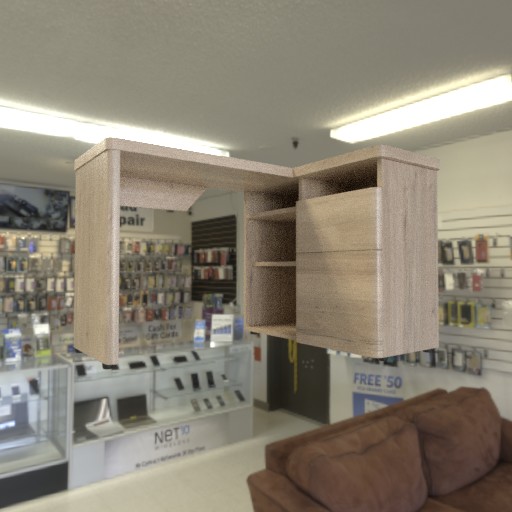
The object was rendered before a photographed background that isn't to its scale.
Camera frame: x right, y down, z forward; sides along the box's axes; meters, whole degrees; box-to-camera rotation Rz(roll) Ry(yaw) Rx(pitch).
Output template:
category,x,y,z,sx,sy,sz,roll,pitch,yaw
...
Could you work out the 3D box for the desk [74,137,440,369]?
category,x,y,z,sx,sy,sz,roll,pitch,yaw
desk,0.000,0.000,1.757,1.169,0.760,0.900,1,-2,-36
